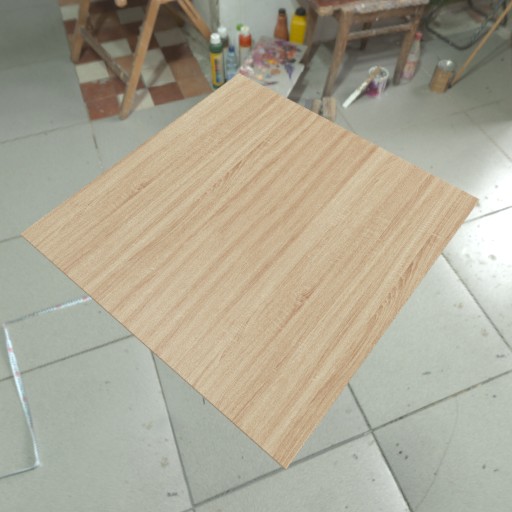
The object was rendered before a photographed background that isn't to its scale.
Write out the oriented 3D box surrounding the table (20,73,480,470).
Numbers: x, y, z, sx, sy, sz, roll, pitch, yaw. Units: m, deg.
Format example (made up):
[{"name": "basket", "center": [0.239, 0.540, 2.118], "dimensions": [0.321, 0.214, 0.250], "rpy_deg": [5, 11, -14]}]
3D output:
[{"name": "table", "center": [0.000, 0.000, 1.038], "dimensions": [0.670, 0.305, 0.670], "rpy_deg": [35, 64, 20]}]
